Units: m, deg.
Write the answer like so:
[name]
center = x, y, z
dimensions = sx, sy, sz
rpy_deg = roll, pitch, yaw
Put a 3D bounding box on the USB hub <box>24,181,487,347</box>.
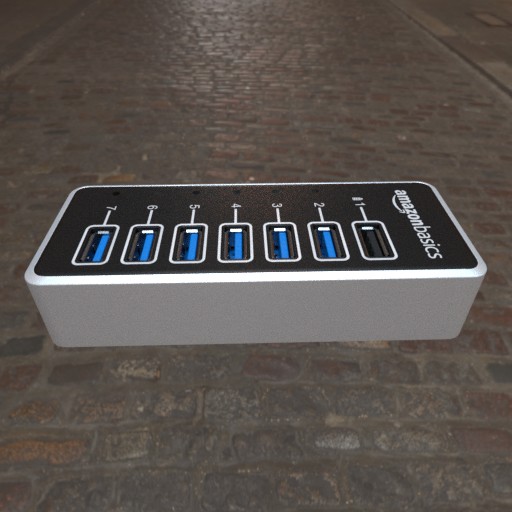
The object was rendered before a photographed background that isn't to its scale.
[USB hub]
center = 0.000, 0.000, 0.126
dimensions = 0.110, 0.023, 0.044
rpy_deg = -1, 39, -1
